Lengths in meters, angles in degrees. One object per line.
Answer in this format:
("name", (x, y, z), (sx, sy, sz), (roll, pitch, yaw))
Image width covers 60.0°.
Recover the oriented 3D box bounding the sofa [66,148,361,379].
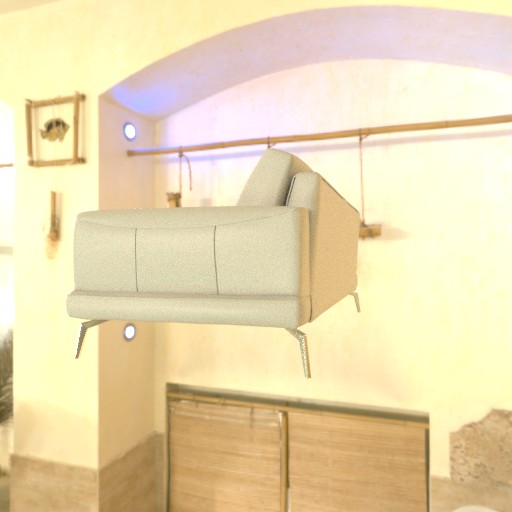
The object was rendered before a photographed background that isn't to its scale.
("sofa", (0.000, 0.000, 2.782), (1.121, 0.930, 2.177), (0, 0, 18))
